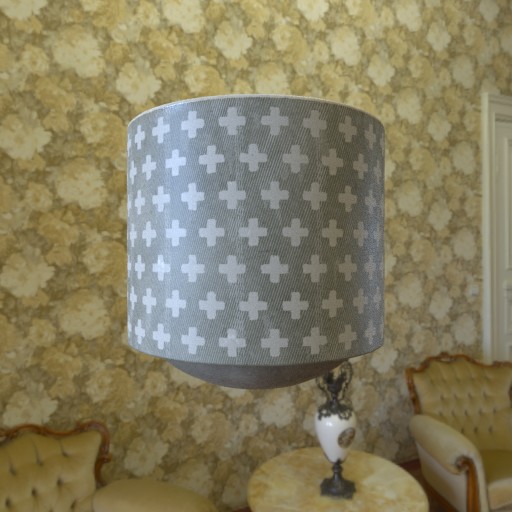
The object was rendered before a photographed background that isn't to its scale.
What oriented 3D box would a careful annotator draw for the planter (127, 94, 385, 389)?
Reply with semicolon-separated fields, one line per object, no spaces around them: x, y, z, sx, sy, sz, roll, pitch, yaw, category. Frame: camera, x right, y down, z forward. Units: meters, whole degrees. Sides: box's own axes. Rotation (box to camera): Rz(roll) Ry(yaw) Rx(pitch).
0.000;0.000;0.341;0.190;0.181;0.190;0;0;0;planter
